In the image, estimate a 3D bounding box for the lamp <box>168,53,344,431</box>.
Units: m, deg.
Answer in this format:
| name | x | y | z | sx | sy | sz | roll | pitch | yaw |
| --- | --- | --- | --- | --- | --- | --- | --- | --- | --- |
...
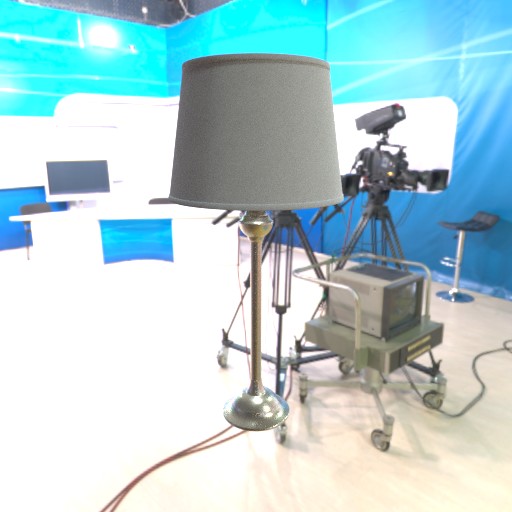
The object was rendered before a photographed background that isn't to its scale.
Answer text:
| name | x | y | z | sx | sy | sz | roll | pitch | yaw |
| --- | --- | --- | --- | --- | --- | --- | --- | --- | --- |
| lamp | 0.000 | 0.000 | 0.880 | 0.331 | 0.698 | 0.331 | 0 | 15 | 0 |
